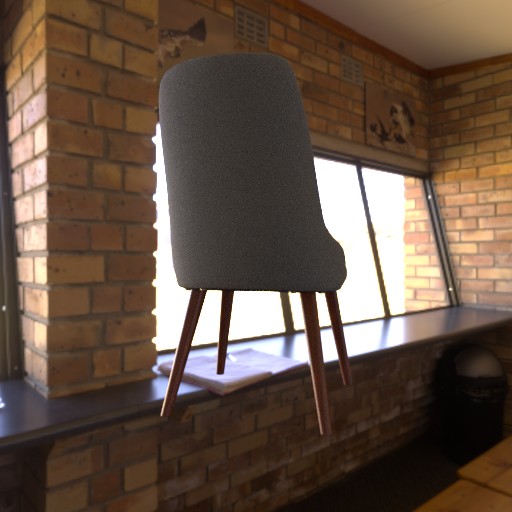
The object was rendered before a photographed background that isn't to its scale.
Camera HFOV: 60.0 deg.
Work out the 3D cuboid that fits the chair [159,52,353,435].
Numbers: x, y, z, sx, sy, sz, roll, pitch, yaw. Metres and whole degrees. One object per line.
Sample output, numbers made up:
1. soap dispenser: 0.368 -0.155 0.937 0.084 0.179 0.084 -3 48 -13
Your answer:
1. chair: 0.000 0.000 1.341 0.535 0.918 0.707 0 0 18
